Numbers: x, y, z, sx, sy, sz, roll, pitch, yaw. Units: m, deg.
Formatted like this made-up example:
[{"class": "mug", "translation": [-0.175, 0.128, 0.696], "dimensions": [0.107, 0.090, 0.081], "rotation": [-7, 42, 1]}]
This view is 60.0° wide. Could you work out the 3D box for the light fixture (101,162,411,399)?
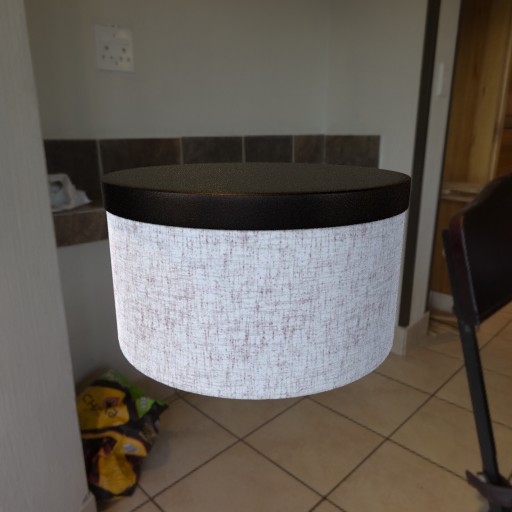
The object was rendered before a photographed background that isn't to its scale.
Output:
[{"class": "light fixture", "translation": [0.000, 0.000, 0.616], "dimensions": [0.389, 0.229, 0.389], "rotation": [0, 16, 0]}]
